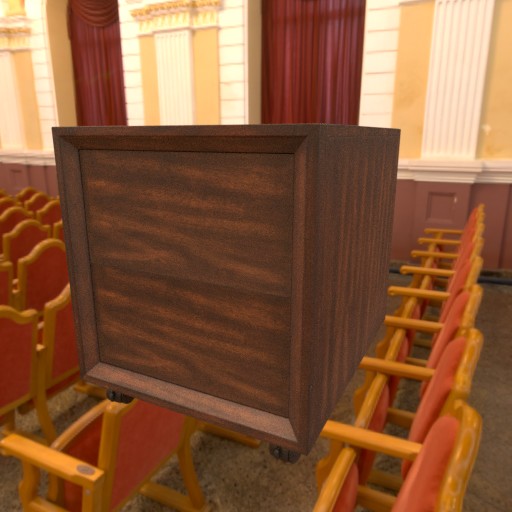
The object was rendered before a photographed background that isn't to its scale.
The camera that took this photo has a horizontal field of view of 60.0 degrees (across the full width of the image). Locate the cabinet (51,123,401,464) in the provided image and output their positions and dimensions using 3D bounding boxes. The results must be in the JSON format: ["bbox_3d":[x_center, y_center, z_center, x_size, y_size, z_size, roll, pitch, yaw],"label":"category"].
[{"bbox_3d":[0.000,0.000,0.819,0.402,0.455,0.500,8,17,26],"label":"cabinet"}]
